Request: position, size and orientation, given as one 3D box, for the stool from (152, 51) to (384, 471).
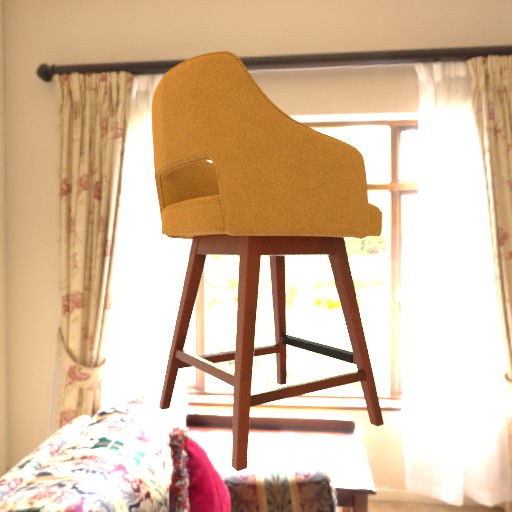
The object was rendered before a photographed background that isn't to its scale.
[{"bbox_3d":[0.000,0.000,1.254,0.558,0.924,0.548,-1,1,-33],"label":"stool"}]
